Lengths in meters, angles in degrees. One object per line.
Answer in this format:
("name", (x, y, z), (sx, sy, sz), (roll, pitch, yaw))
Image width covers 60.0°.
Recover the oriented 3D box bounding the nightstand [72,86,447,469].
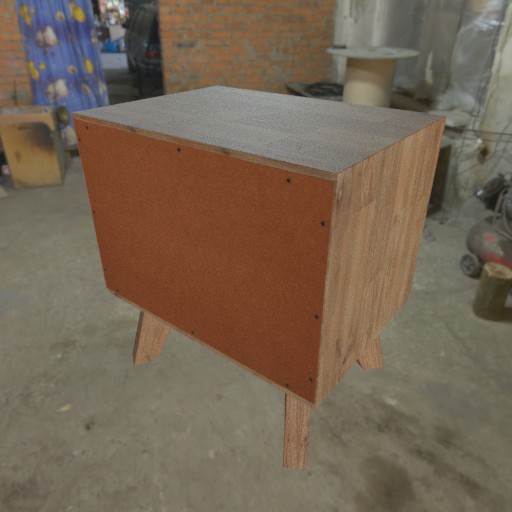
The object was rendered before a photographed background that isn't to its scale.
("nightstand", (0.000, 0.000, 0.946), (0.552, 0.589, 0.396), (21, 36, 32))
